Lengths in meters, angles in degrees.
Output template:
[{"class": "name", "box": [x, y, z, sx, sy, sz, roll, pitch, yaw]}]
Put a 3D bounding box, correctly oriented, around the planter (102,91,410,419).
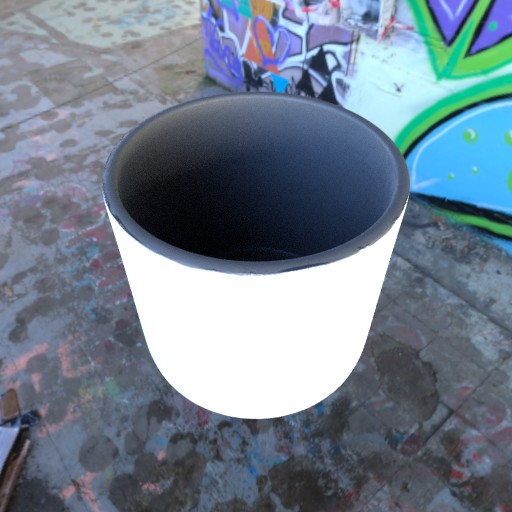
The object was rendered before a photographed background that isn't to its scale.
[{"class": "planter", "box": [0.000, 0.000, 0.391, 0.221, 0.201, 0.221, 0, 46, 0]}]
